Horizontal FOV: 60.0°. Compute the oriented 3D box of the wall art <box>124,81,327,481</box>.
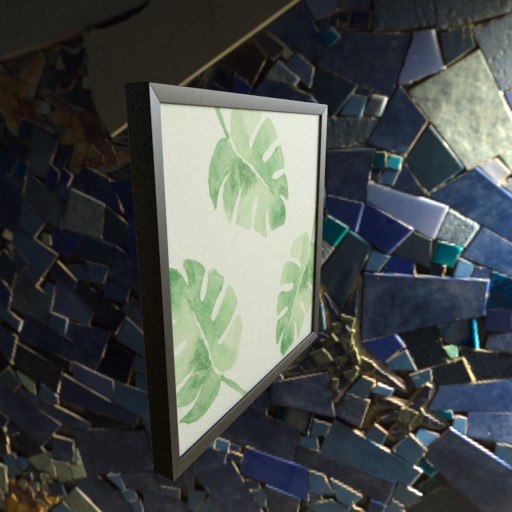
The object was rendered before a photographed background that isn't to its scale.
[{"bbox_3d":[0.000,0.000,0.751,0.036,0.508,0.508,9,18,29],"label":"wall art"}]
